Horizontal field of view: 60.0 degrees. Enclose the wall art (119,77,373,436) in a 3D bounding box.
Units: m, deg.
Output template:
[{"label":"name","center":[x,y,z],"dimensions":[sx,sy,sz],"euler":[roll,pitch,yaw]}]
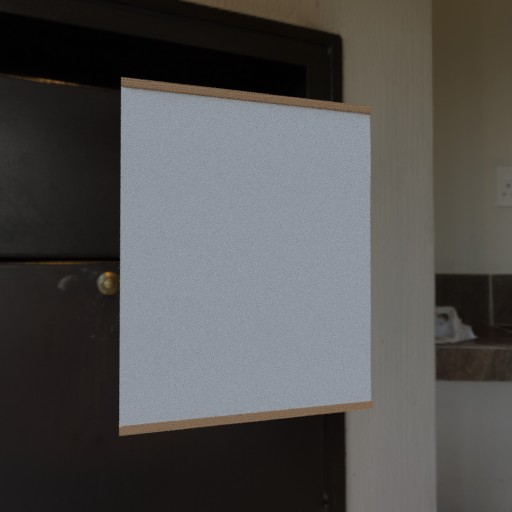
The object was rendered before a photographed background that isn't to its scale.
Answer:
[{"label":"wall art","center":[0.000,0.000,0.690],"dimensions":[0.404,0.507,0.010],"euler":[0,-1,-17]}]
